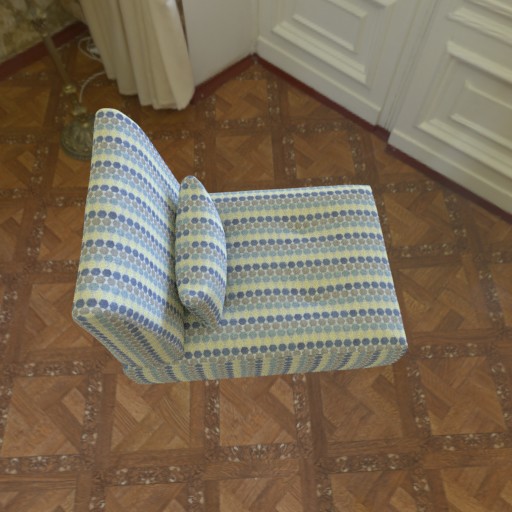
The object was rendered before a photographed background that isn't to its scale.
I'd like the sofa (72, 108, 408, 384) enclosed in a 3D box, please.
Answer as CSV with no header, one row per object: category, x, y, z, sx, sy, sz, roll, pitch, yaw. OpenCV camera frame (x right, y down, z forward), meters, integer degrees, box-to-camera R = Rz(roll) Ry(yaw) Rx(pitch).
sofa,0.000,0.000,1.564,1.000,0.820,0.700,-4,63,-2
